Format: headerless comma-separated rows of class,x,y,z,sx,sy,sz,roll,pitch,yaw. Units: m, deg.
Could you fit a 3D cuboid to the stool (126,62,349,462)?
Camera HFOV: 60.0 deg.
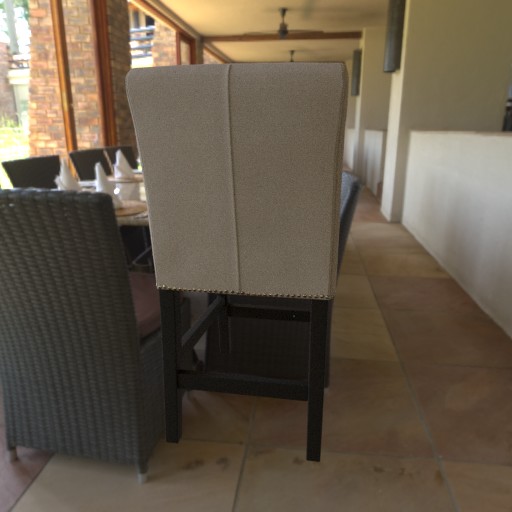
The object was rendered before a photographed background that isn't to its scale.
stool,0.000,0.000,1.181,0.427,0.885,0.571,3,16,10
